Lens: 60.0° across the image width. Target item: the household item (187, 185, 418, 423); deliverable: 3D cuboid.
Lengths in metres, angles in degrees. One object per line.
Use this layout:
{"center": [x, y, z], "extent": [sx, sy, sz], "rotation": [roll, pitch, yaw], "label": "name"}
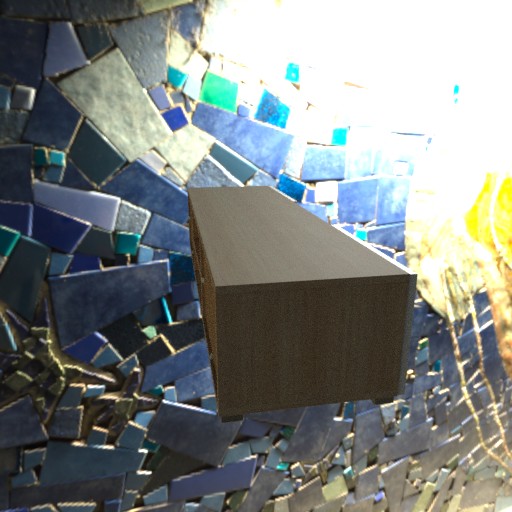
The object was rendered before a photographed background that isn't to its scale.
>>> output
{"center": [0.000, 0.000, 1.582], "extent": [0.420, 0.310, 1.400], "rotation": [-3, 17, -10], "label": "household item"}
